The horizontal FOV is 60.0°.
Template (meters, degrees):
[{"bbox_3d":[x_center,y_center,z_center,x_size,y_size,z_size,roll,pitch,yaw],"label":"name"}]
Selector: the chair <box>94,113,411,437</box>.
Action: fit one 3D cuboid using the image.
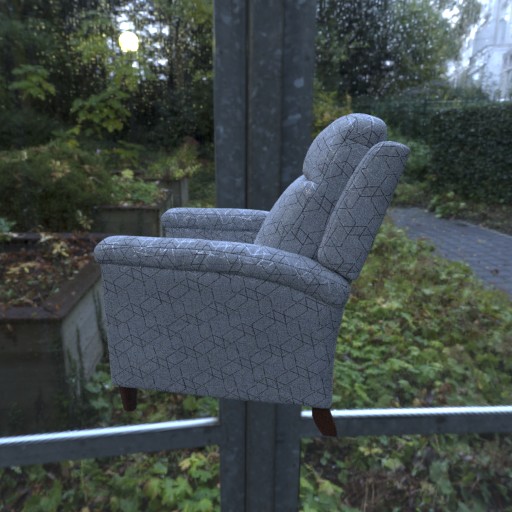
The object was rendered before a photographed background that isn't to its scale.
[{"bbox_3d":[0.000,0.000,1.739,0.987,1.048,0.753,2,15,9],"label":"chair"}]
